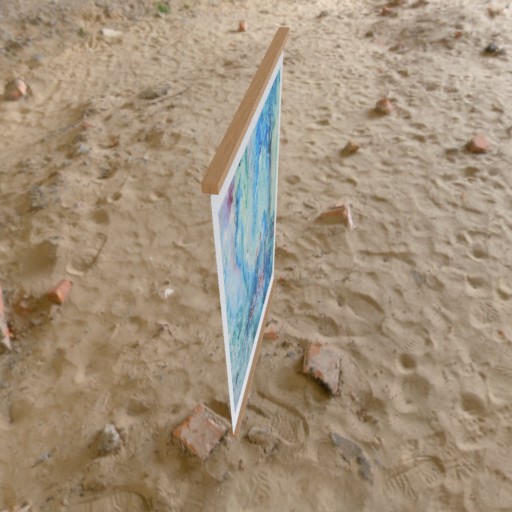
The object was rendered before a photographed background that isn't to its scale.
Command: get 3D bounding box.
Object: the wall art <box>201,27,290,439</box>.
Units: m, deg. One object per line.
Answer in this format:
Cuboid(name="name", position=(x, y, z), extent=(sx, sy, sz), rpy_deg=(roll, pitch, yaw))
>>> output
Cuboid(name="wall art", position=(0.000, 0.000, 1.903), extent=(0.040, 1.510, 0.991), rpy_deg=(9, 47, 9))
